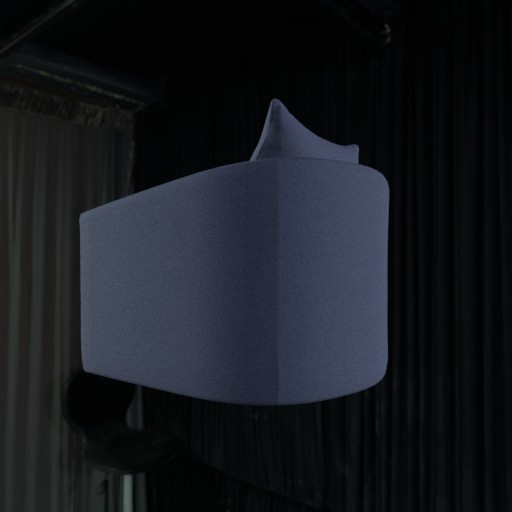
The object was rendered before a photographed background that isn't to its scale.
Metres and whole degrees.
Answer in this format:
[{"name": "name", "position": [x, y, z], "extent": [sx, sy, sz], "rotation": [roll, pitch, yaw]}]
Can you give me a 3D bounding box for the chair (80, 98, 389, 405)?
[{"name": "chair", "position": [0.000, 0.000, 1.582], "extent": [0.910, 0.848, 0.845], "rotation": [-1, -2, 36]}]
